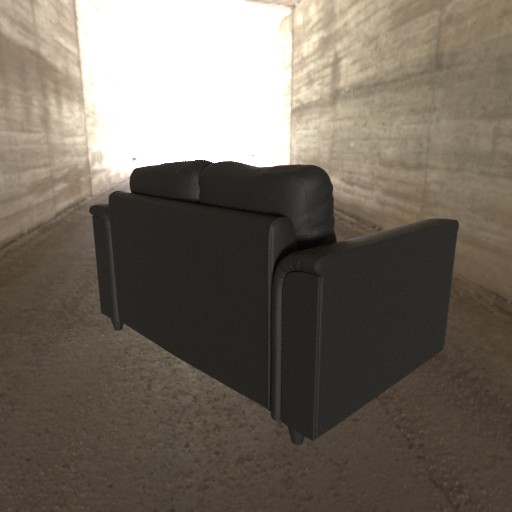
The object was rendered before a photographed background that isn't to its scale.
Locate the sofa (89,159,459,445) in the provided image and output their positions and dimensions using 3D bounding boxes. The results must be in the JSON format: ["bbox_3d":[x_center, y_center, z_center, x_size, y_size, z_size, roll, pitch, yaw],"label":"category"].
[{"bbox_3d":[0.000,0.000,1.962,0.887,0.845,1.386,-13,19,-42],"label":"sofa"}]
